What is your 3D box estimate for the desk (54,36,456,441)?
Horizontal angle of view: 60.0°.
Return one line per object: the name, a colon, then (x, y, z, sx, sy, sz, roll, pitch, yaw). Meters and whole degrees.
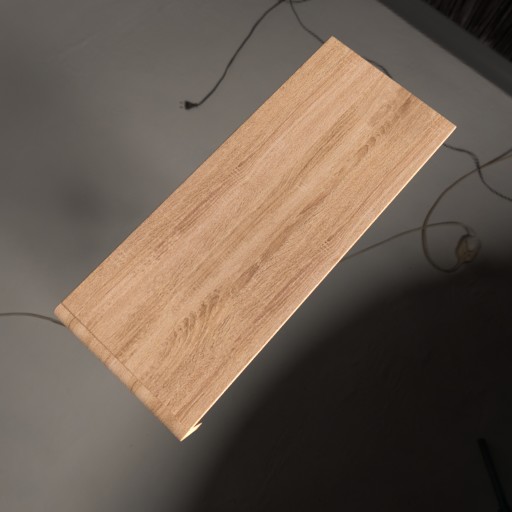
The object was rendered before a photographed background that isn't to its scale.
desk: (0.000, 0.000, 1.652, 0.500, 0.750, 1.300, 41, 79, 10)
